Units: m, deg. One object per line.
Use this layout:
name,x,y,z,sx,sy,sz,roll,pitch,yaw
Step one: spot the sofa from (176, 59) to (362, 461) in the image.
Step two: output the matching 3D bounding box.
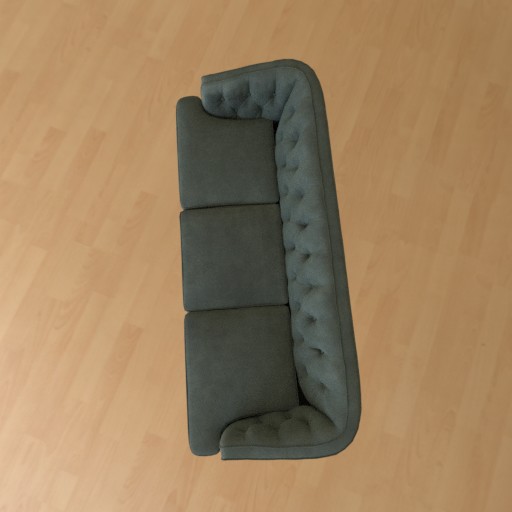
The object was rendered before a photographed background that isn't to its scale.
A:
sofa,0.000,0.000,2.781,0.941,0.855,2.278,-4,76,-1
